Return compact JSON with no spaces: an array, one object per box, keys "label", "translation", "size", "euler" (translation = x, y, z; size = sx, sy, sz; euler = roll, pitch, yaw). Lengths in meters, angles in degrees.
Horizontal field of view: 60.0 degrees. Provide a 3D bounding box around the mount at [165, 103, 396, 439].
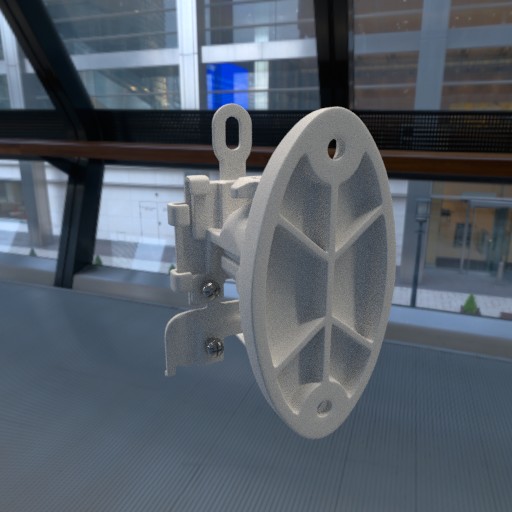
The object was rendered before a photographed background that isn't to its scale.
[{"label":"mount","translation":[0.000,0.000,0.177],"size":[0.066,0.118,0.100],"euler":[-7,17,-25]}]
